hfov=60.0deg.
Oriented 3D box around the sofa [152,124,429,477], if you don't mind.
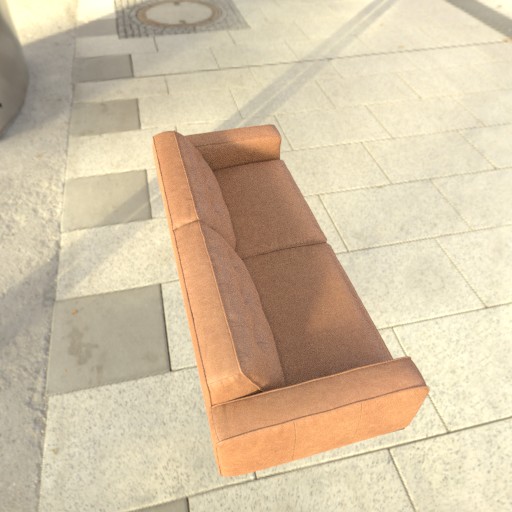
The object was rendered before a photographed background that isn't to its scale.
[{"bbox_3d":[0.000,0.000,2.663,0.953,0.780,2.270,-11,47,-11],"label":"sofa"}]
